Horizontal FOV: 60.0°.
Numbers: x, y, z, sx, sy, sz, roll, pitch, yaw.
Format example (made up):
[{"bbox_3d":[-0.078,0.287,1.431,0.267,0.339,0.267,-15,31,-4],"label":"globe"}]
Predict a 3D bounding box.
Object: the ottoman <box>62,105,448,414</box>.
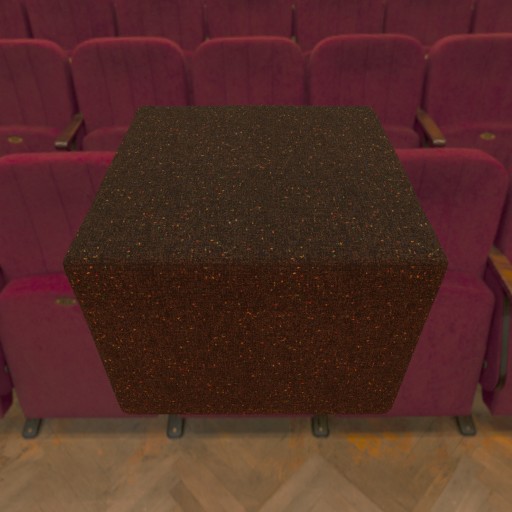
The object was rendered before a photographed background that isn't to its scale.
[{"bbox_3d":[0.000,0.000,0.873,0.508,0.432,0.508,0,42,0],"label":"ottoman"}]
